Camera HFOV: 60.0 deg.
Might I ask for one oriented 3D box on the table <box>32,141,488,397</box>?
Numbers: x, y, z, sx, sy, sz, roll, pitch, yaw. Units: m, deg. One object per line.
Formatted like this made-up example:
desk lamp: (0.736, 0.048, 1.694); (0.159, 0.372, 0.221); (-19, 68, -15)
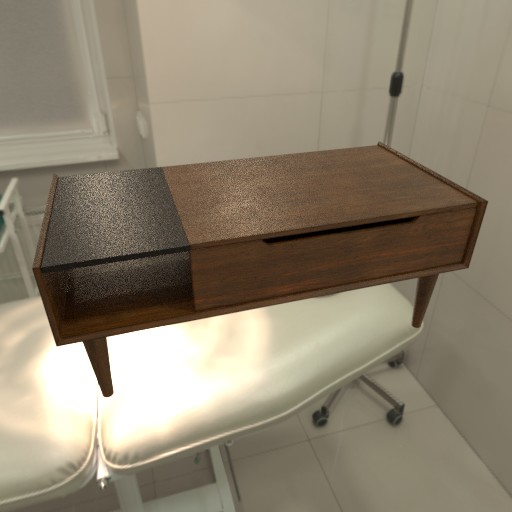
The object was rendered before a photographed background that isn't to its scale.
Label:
table: (0.000, 0.000, 1.512); (1.221, 0.508, 0.610); (-9, 32, -15)
